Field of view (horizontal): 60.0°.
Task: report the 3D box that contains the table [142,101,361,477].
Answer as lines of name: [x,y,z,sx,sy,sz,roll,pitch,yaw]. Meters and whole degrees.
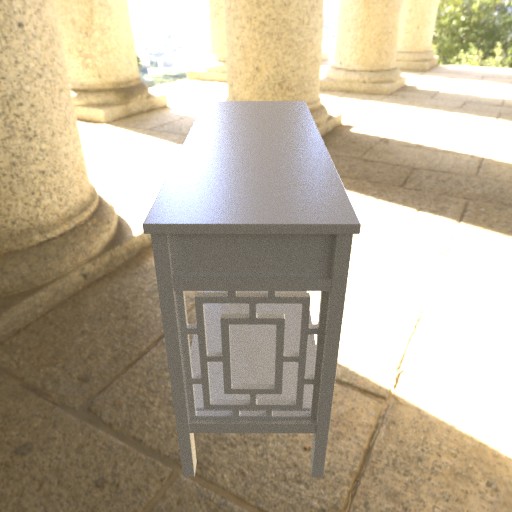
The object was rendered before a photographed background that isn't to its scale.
table: [0.000,0.000,1.429,0.397,0.753,1.068,0,30,0]
